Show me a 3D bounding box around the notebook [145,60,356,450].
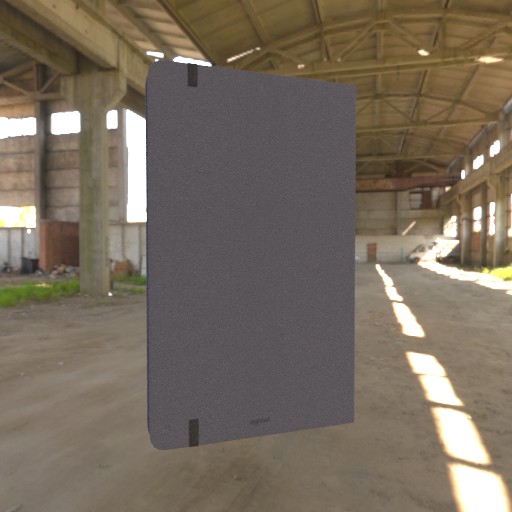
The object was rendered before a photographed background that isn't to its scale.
[{"bbox_3d":[0.000,0.000,0.265,0.127,0.213,0.016,0,1,-19],"label":"notebook"}]
